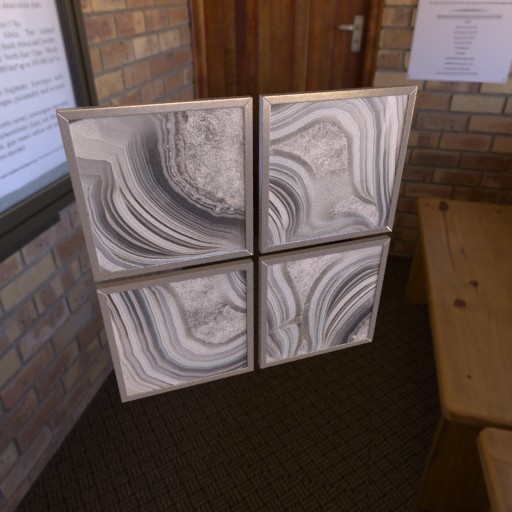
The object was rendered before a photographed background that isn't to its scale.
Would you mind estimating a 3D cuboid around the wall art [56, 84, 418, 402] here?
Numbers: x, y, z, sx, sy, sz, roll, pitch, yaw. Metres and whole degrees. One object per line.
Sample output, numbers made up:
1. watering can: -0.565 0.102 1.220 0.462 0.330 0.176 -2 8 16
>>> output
1. wall art: 0.000 0.000 1.615 1.118 1.118 0.029 -10 32 -16
